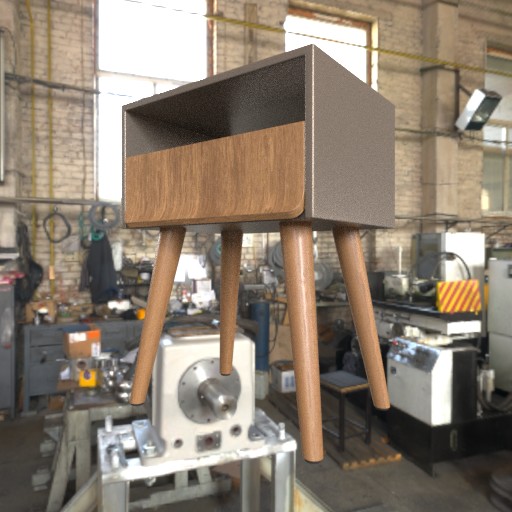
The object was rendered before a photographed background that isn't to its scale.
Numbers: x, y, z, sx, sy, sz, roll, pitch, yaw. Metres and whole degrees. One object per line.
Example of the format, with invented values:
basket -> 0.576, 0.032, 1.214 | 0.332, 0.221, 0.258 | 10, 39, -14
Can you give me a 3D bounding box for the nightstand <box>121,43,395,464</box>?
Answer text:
nightstand -> 0.000, 0.000, 0.743 | 0.370, 0.508, 0.288 | 0, 0, 37
